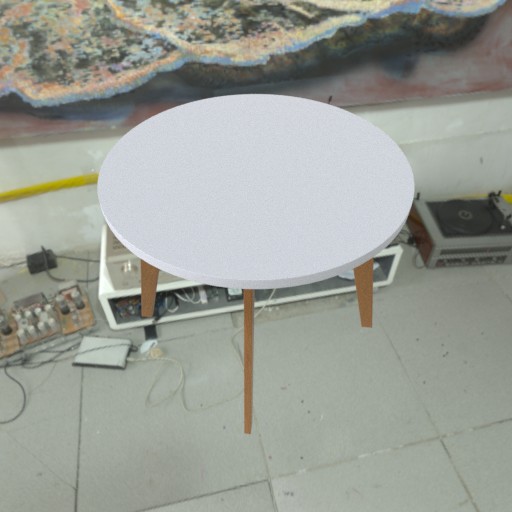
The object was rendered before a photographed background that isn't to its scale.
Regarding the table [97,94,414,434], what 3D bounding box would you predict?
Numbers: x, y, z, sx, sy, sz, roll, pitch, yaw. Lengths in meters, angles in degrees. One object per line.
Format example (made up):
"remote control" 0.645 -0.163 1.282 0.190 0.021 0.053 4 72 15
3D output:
"table" 0.000 0.000 1.562 0.896 0.762 0.896 0 46 0
